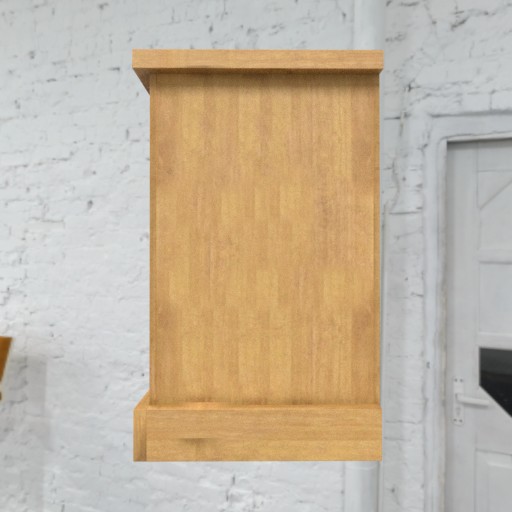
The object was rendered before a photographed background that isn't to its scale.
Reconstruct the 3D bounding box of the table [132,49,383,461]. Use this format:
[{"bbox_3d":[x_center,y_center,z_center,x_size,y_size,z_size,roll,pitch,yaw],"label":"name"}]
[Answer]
[{"bbox_3d":[0.000,0.000,1.203,0.500,0.813,0.660,0,0,0],"label":"table"}]
